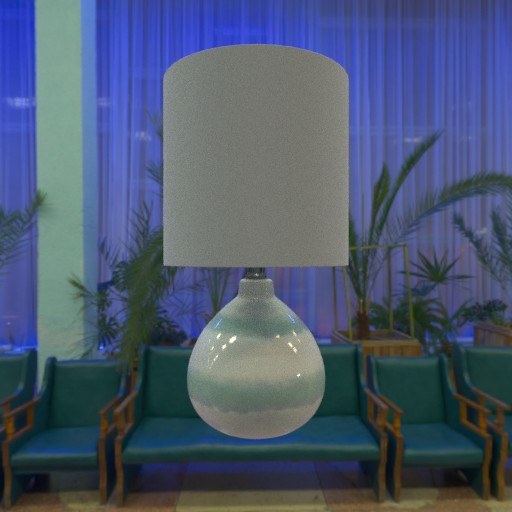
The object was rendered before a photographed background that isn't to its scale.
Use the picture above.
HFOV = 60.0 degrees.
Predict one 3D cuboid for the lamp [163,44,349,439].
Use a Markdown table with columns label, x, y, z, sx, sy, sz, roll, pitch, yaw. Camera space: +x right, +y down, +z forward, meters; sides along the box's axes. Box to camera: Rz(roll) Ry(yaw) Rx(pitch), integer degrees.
| label | x | y | z | sx | sy | sz | roll | pitch | yaw |
| --- | --- | --- | --- | --- | --- | --- | --- | --- | --- |
| lamp | 0.000 | 0.000 | 0.530 | 0.217 | 0.404 | 0.217 | 0 | 0 | 0 |
